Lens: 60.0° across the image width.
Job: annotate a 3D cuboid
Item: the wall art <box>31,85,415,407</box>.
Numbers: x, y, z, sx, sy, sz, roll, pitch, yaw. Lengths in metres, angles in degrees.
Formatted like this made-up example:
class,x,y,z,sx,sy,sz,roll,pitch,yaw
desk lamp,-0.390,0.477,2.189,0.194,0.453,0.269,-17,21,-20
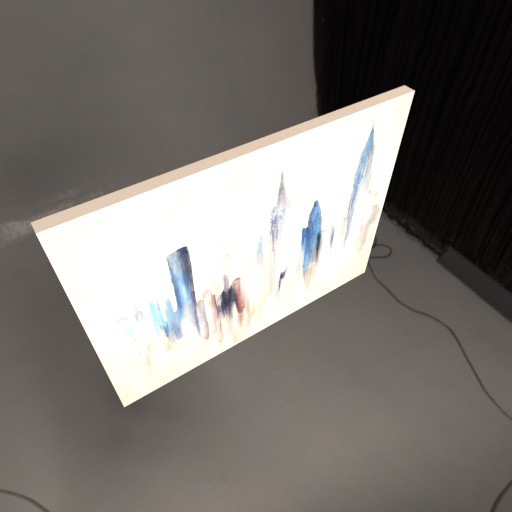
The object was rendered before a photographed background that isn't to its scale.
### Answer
class,x,y,z,sx,sy,sz,roll,pitch,yaw
wall art,0.000,0.000,1.313,1.016,0.762,0.038,-26,52,-22
